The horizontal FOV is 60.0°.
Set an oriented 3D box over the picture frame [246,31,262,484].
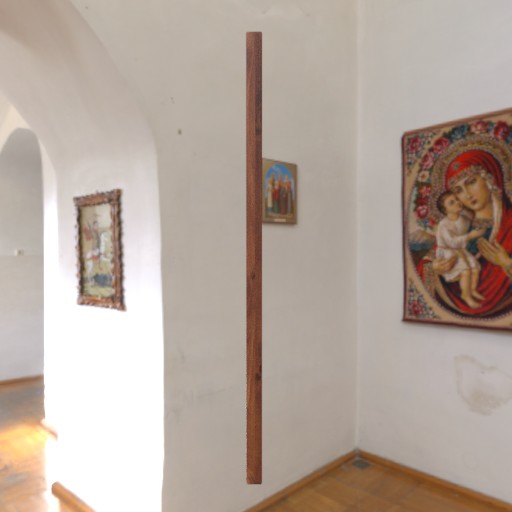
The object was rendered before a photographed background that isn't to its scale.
[{"bbox_3d":[0.000,0.000,1.202,0.029,0.817,0.810,0,1,0],"label":"picture frame"}]
